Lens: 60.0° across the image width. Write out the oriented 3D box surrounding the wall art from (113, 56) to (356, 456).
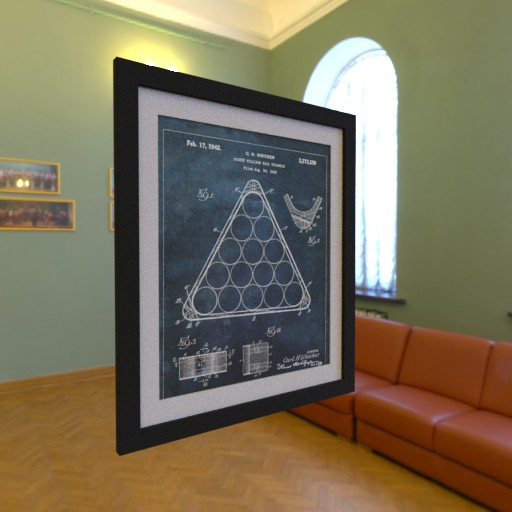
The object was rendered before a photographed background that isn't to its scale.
[{"bbox_3d":[0.000,0.000,0.493,0.311,0.361,0.010,-1,2,-35],"label":"wall art"}]
